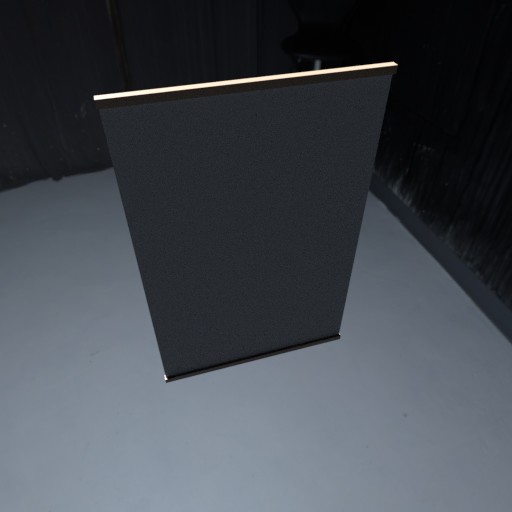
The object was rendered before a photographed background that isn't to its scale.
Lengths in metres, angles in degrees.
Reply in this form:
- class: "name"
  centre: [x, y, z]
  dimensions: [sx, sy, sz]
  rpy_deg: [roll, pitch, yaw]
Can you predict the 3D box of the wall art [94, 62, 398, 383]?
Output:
- class: "wall art"
  centre: [0.000, 0.000, 1.918]
  dimensions: [0.990, 1.519, 0.030]
  rpy_deg: [-11, 44, -12]
